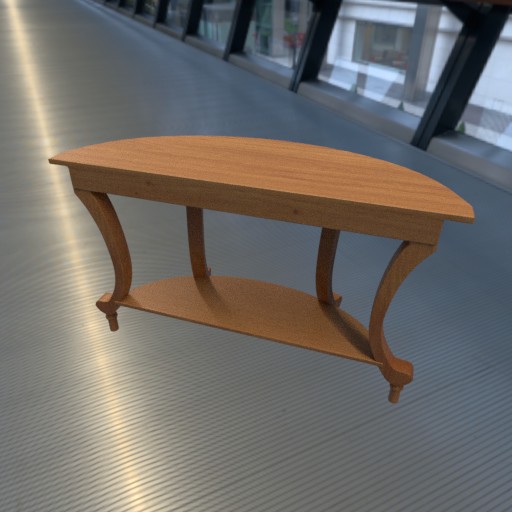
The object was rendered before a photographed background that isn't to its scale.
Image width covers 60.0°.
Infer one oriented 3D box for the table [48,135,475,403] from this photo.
[{"bbox_3d":[0.000,0.000,1.524,1.198,0.692,0.394,10,34,16],"label":"table"}]
